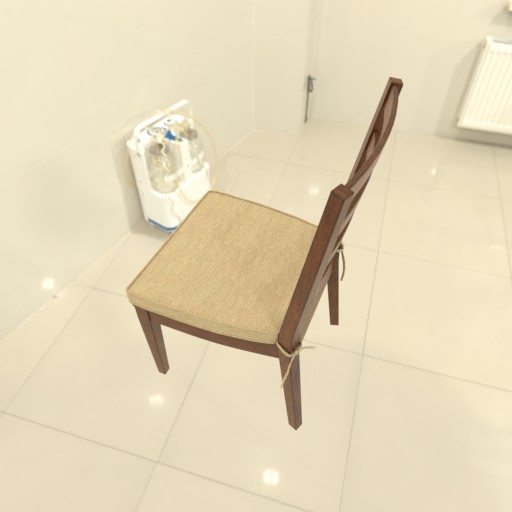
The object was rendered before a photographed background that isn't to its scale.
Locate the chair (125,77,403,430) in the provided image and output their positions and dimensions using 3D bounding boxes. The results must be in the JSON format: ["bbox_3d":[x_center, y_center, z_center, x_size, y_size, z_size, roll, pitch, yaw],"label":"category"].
[{"bbox_3d":[0.000,0.000,1.327,0.595,0.979,0.593,17,48,16],"label":"chair"}]
